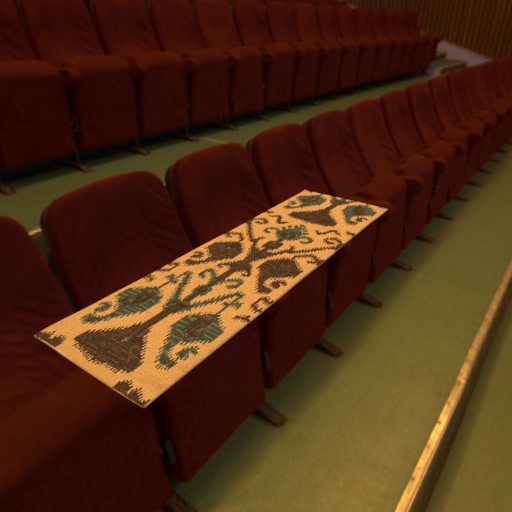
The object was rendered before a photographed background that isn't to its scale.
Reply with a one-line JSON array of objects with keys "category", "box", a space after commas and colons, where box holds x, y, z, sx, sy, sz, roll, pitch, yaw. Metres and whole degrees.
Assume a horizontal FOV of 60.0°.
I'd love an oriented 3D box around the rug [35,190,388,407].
[{"category": "rug", "box": [0.000, 0.000, 2.534, 0.692, 0.017, 2.301, 18, 33, 31]}]
